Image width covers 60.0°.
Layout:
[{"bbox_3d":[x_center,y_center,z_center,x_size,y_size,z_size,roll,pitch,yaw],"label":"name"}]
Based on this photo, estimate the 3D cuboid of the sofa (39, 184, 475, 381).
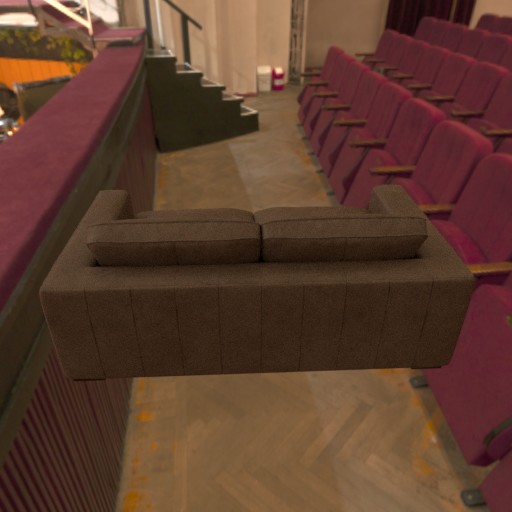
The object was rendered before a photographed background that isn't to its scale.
[{"bbox_3d":[0.000,0.000,2.439,1.920,0.800,1.070,-1,32,-2],"label":"sofa"}]
